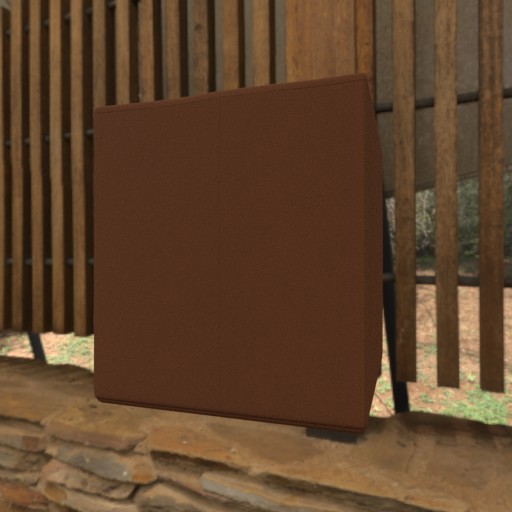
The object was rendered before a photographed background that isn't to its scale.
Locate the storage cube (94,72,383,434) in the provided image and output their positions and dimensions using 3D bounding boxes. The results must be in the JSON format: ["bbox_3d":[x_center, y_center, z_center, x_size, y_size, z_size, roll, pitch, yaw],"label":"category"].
[{"bbox_3d":[0.000,0.000,0.506,0.270,0.280,0.270,0,-1,18],"label":"storage cube"}]
